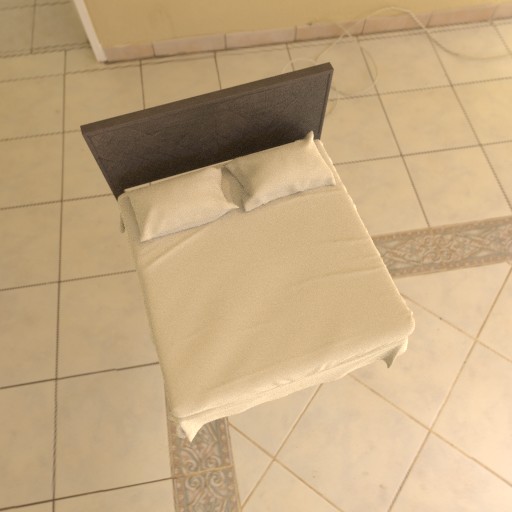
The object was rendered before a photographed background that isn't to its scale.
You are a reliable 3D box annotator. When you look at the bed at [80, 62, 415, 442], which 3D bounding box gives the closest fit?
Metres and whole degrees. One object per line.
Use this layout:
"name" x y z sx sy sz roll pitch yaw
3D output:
"bed" 0.000 0.000 2.885 1.772 1.142 1.785 -17 66 -8
